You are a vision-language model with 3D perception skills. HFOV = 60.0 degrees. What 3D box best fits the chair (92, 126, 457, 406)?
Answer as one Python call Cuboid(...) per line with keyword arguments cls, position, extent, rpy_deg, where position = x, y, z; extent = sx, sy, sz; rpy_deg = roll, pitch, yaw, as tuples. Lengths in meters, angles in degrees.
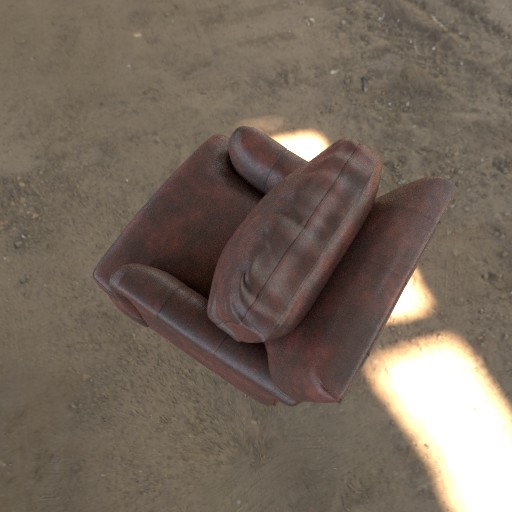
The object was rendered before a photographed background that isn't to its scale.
Cuboid(cls="chair", position=(0.000, 0.000, 1.954), extent=(1.156, 1.051, 0.987), rpy_deg=(30, 68, 14))
